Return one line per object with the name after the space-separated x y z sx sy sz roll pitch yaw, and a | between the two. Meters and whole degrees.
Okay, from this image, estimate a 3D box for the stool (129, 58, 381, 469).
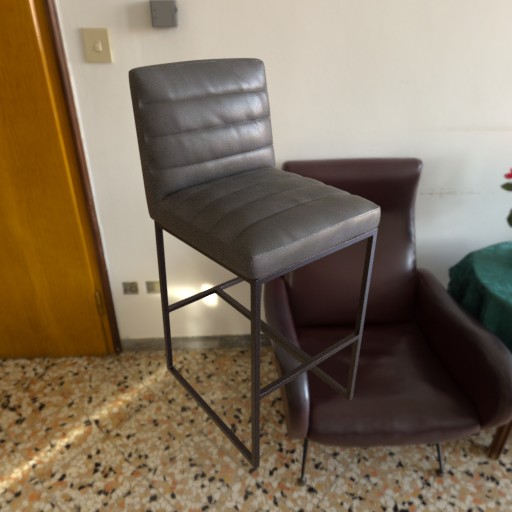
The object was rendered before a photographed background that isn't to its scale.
0.000 0.000 1.357 0.463 1.065 0.562 -21 36 -33 | stool
